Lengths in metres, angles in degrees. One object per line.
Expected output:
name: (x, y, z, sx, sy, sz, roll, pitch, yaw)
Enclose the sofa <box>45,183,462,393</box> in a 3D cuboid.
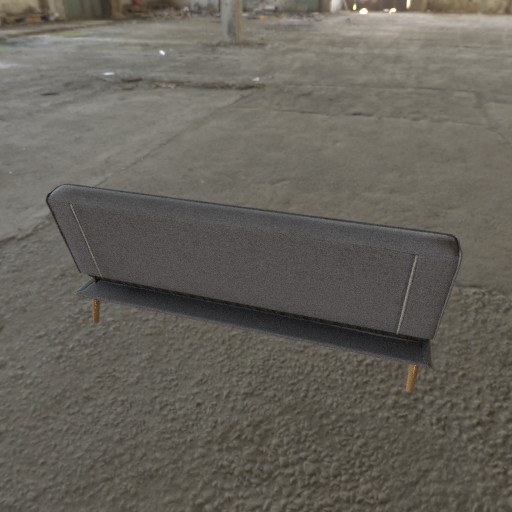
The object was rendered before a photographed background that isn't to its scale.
sofa: (0.000, 0.000, 2.352, 1.820, 0.830, 0.810, 9, 32, 15)
